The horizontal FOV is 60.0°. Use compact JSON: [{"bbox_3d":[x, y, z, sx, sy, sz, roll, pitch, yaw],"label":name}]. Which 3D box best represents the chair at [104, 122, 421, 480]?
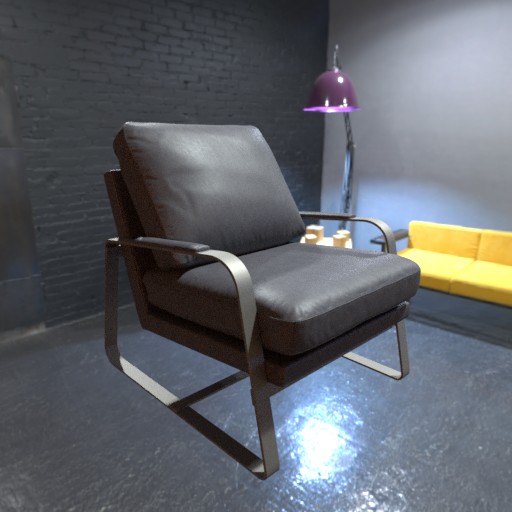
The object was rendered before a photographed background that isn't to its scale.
[{"bbox_3d":[0.000,0.000,1.446,0.692,0.839,0.878,-14,21,-42],"label":"chair"}]
